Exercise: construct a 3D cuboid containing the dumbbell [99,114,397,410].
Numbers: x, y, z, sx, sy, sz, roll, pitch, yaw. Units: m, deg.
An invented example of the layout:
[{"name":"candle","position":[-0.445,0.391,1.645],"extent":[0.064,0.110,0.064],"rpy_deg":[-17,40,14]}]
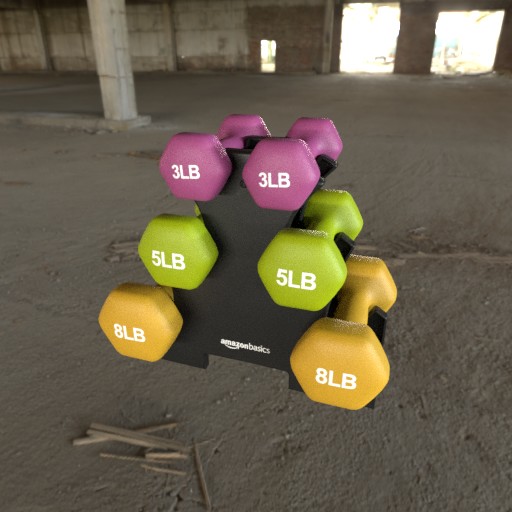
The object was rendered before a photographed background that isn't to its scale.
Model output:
[{"name":"dumbbell","position":[0.000,0.000,0.473],"extent":[0.300,0.271,0.190],"rpy_deg":[8,26,17]}]
